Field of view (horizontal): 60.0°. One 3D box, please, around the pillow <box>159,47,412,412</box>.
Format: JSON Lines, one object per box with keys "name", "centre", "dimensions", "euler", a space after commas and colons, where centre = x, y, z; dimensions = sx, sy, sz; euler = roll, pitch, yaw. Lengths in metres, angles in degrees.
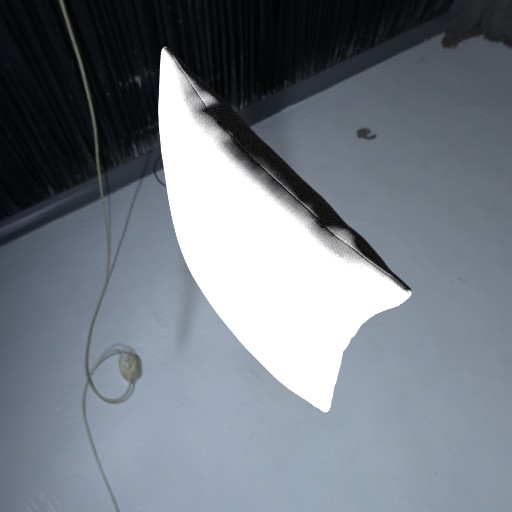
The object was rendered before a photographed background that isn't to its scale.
{"name": "pillow", "centre": [0.000, 0.000, 0.659], "dimensions": [0.173, 0.436, 0.433], "euler": [-32, 64, -18]}
